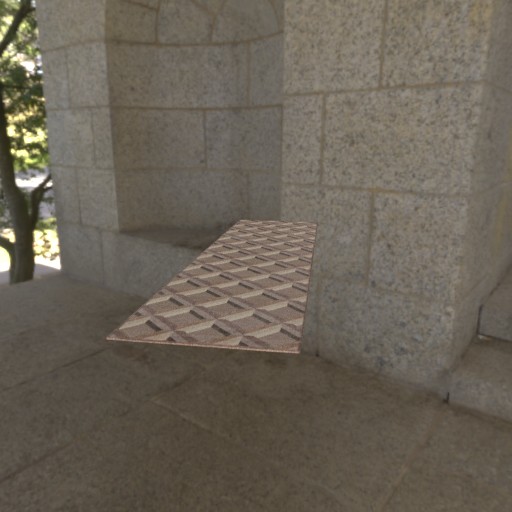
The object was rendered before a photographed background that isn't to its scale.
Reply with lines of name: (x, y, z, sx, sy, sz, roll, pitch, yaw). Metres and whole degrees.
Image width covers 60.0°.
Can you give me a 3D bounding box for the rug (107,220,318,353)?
rug: (0.000, 0.000, 2.672, 0.685, 0.013, 2.437, 2, 15, 9)
